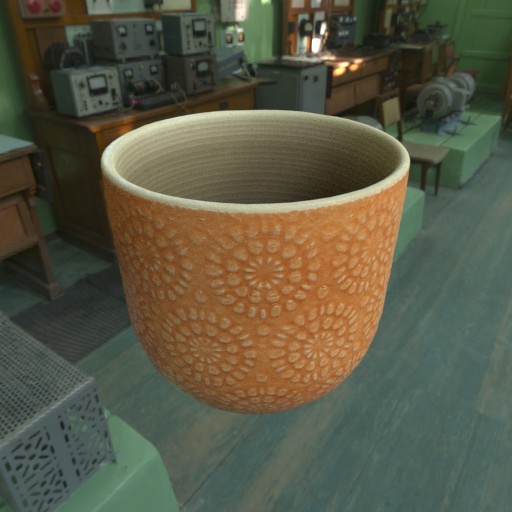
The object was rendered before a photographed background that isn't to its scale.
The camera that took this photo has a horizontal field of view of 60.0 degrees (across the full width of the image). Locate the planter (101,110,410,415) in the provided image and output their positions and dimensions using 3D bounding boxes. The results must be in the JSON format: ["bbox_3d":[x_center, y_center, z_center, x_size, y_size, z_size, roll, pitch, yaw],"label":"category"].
[{"bbox_3d":[0.000,0.000,0.283,0.170,0.152,0.170,0,31,0],"label":"planter"}]
